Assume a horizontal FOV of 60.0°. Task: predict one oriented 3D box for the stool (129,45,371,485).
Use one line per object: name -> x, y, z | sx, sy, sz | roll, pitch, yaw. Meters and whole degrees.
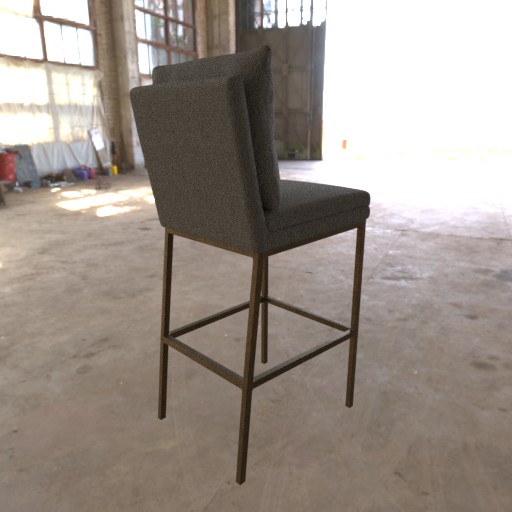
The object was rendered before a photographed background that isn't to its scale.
stool -> 0.000, 0.000, 1.396 | 0.569, 1.132, 0.463 | -15, 22, -42
